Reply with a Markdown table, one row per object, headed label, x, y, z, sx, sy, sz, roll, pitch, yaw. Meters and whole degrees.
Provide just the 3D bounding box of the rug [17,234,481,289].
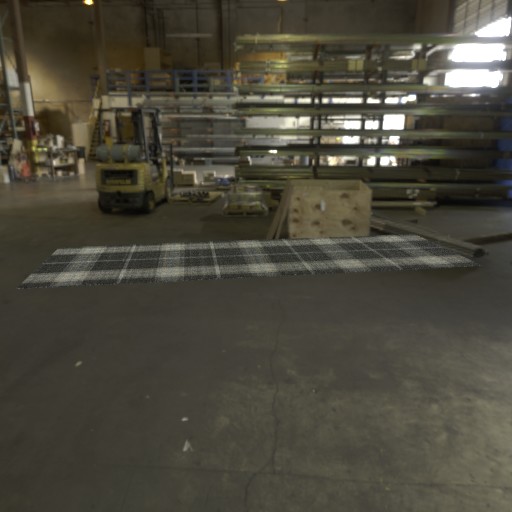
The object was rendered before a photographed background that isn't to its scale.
| label | x | y | z | sx | sy | sz | roll | pitch | yaw |
| --- | --- | --- | --- | --- | --- | --- | --- | --- | --- |
| rug | 0.000 | 0.000 | 2.649 | 2.434 | 0.012 | 0.760 | -2 | 16 | -8 |
